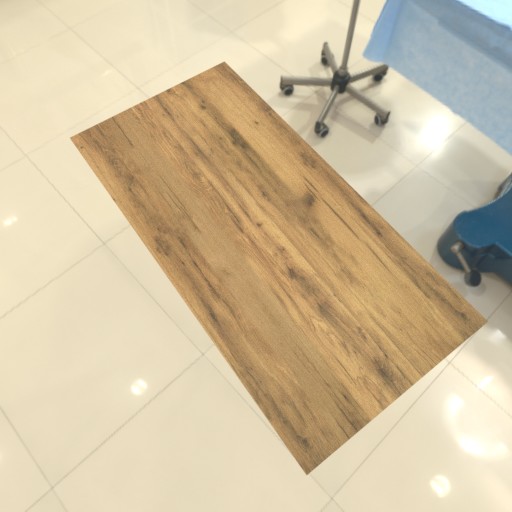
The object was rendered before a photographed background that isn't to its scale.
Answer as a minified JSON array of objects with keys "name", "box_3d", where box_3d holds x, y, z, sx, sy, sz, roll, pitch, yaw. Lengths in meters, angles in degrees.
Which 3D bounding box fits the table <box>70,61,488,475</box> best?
[{"name":"table","box_3d":[0.000,0.000,2.474,1.000,0.770,2.000,-33,68,-16]}]
